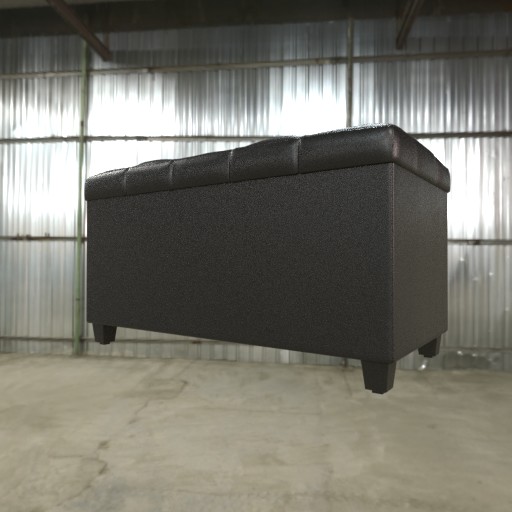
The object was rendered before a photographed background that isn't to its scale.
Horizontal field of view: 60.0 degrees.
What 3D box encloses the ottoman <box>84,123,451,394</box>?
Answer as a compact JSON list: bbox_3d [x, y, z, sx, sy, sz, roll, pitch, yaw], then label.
[{"bbox_3d":[0.000,0.000,1.110,0.838,0.470,0.432,0,0,35],"label":"ottoman"}]
